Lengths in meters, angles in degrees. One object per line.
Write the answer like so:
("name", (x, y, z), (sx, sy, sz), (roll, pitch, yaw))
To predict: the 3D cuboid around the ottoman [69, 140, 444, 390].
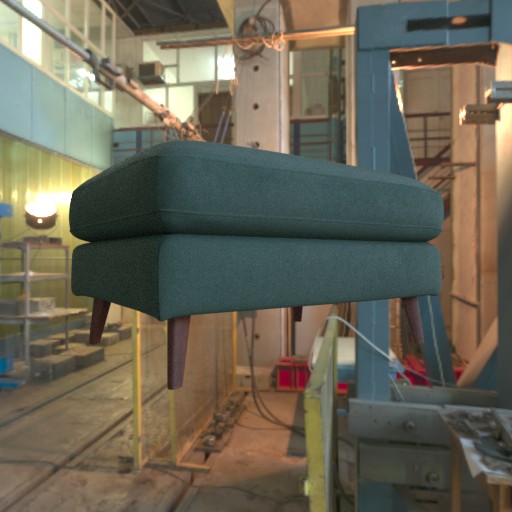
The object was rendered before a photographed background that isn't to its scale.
("ottoman", (0.000, 0.000, 1.142), (0.811, 0.449, 0.608), (0, 0, -35))
